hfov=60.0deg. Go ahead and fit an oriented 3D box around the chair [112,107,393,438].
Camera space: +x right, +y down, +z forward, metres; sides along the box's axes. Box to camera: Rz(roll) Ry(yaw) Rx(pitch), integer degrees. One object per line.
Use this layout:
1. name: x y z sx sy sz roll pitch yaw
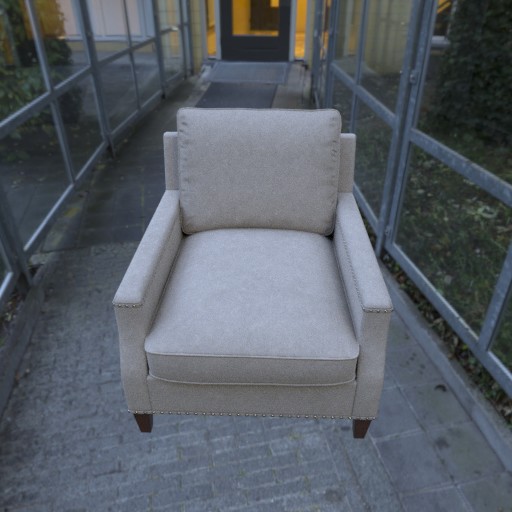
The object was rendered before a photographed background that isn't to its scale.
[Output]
1. chair: 0.000 0.000 1.720 0.853 0.943 1.014 1 32 2
